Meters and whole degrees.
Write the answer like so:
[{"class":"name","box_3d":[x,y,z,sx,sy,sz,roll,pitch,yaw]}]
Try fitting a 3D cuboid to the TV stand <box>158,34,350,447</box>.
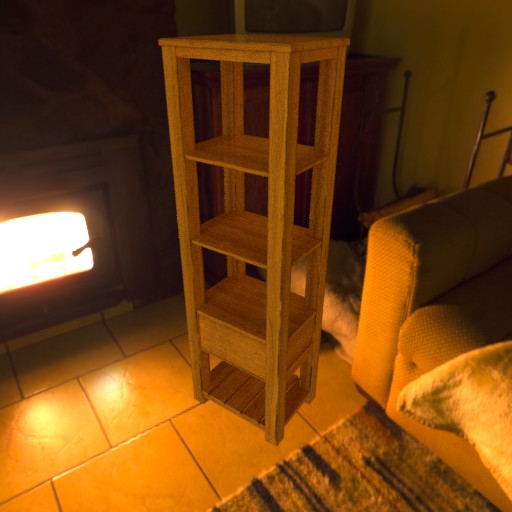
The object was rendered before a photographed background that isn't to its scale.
[{"class":"TV stand","box_3d":[0.000,0.000,2.069,0.565,1.828,0.435,19,34,30]}]
